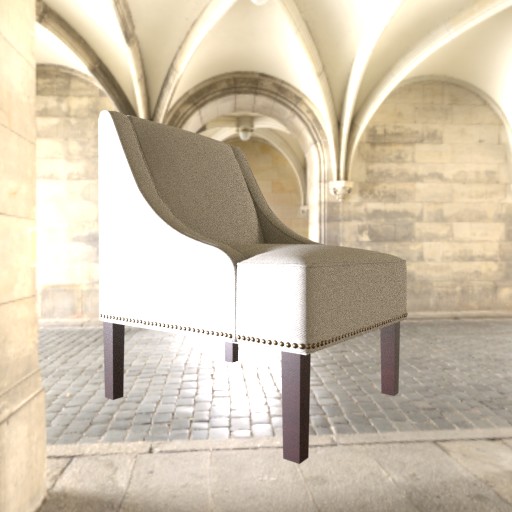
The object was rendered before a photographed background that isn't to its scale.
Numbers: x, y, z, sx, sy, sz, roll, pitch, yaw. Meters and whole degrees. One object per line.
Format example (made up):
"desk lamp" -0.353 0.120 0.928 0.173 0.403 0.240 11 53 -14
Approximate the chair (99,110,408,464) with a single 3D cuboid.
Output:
"chair" 0.000 0.000 1.361 0.748 0.872 0.628 1 1 38
